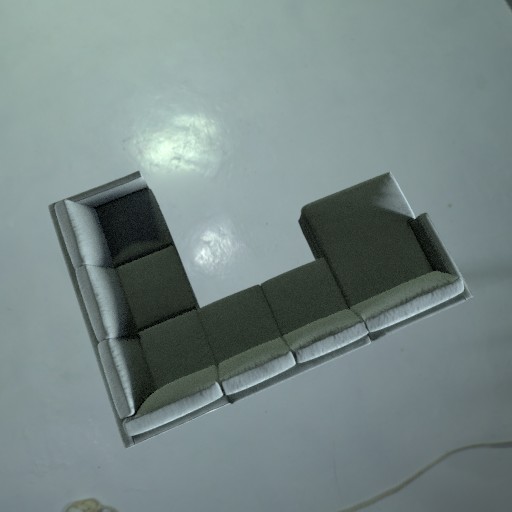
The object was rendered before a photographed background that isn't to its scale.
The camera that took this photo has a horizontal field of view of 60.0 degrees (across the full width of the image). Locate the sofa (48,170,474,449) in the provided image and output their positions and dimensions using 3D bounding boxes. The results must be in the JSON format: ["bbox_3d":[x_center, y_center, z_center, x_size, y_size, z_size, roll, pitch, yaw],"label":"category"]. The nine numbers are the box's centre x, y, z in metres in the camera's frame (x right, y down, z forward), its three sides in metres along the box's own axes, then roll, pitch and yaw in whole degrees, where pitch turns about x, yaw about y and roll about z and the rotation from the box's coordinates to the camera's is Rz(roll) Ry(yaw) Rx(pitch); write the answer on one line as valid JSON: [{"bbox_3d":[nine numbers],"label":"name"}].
[{"bbox_3d":[0.000,0.000,4.470,3.434,0.869,2.440,-22,76,-6],"label":"sofa"}]
